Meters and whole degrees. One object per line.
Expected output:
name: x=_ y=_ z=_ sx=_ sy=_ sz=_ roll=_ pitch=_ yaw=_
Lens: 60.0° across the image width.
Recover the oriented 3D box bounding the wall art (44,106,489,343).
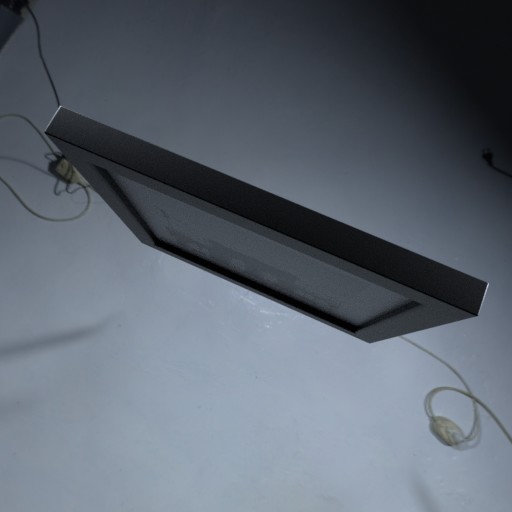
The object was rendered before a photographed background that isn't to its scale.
wall art: x=0.000 y=0.000 z=0.516 sx=0.380 sy=0.330 sz=0.028 roll=23 pitch=77 yaw=6
